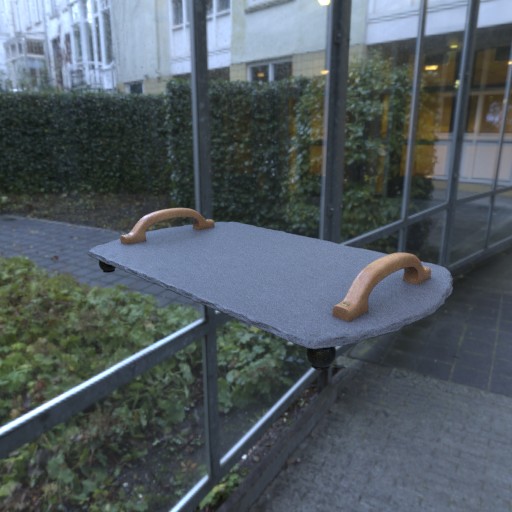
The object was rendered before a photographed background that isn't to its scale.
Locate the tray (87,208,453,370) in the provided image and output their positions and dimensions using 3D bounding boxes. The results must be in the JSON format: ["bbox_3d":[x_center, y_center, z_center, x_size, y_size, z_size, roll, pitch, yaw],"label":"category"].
[{"bbox_3d":[0.000,0.000,0.473,0.387,0.062,0.231,15,22,42],"label":"tray"}]
